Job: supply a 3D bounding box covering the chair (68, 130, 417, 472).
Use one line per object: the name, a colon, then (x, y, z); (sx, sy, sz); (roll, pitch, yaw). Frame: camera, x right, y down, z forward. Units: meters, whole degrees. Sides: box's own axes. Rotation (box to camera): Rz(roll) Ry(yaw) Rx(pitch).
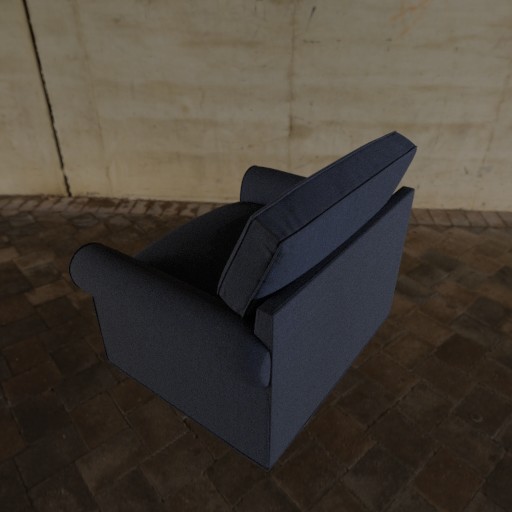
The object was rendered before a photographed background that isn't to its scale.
chair: (0.000, 0.000, 1.982); (0.963, 1.044, 1.285); (22, 38, 31)
